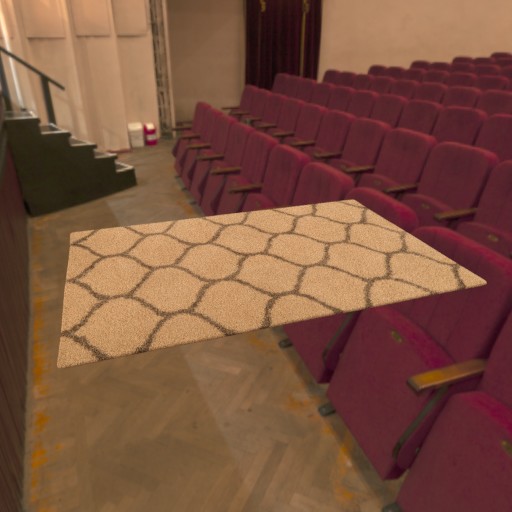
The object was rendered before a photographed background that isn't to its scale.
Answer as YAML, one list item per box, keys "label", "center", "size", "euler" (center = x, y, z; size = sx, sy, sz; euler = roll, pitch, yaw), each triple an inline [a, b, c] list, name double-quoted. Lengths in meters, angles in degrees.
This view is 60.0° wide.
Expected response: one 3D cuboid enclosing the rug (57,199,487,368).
- label: "rug"
  center: [0.000, 0.000, 3.362]
  size: [2.701, 0.026, 1.801]
  euler: [-8, 27, -17]
